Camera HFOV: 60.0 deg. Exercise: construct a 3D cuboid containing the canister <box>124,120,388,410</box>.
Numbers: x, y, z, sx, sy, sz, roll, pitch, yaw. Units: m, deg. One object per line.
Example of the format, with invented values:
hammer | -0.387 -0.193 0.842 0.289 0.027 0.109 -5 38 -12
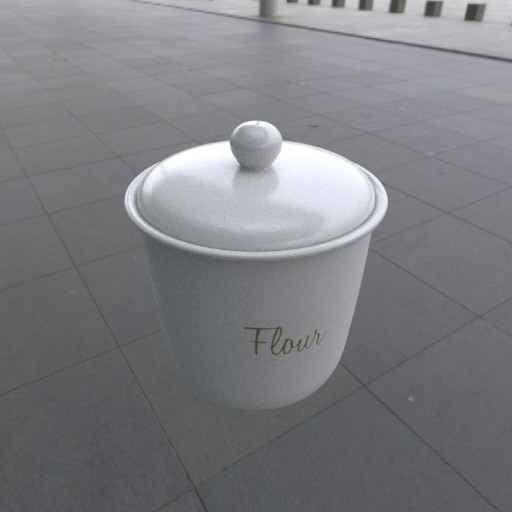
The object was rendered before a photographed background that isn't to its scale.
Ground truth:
canister | 0.000 0.000 0.346 0.182 0.208 0.182 0 33 0
